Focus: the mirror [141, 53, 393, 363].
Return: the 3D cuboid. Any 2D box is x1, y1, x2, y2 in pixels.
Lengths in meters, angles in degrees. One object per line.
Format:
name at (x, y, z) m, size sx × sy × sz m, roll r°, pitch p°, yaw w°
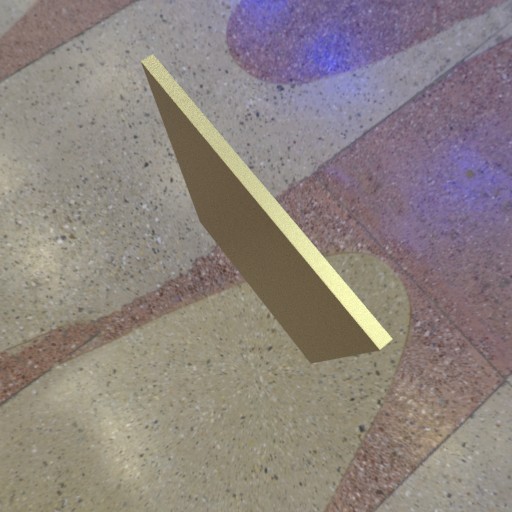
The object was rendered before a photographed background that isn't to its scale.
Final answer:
mirror at (0.000, 0.000, 1.353) m, size 0.032 × 1.023 × 0.756 m, roll -37°, pitch 78°, yaw -9°
